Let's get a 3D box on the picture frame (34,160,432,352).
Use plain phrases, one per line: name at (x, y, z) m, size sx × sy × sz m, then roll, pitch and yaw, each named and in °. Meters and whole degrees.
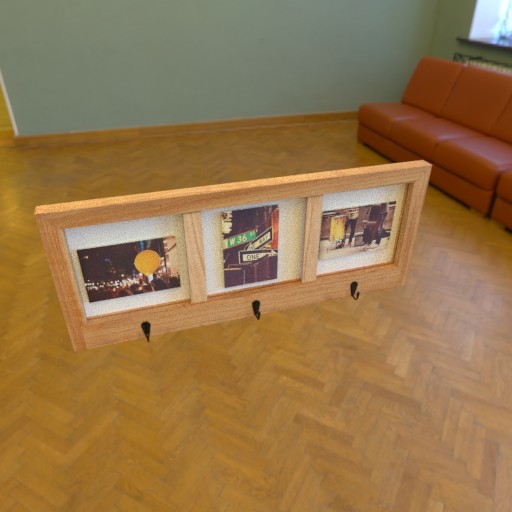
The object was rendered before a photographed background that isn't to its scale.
picture frame at (0.000, 0.000, 0.691) m, size 0.582 × 0.234 × 0.045 m, roll -9°, pitch 33°, yaw -15°
